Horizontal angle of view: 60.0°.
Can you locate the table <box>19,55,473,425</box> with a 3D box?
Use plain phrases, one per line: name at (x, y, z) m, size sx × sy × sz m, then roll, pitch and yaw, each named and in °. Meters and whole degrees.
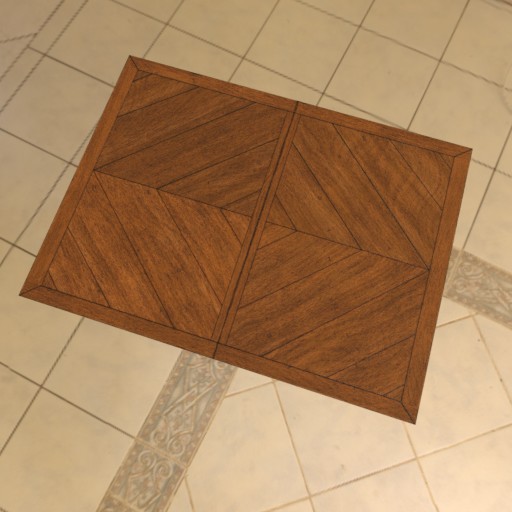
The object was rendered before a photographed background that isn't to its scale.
table at (0.000, 0.000, 1.545) m, size 1.027 × 0.760 × 0.757 m, roll 17°, pitch 75°, yaw 5°
